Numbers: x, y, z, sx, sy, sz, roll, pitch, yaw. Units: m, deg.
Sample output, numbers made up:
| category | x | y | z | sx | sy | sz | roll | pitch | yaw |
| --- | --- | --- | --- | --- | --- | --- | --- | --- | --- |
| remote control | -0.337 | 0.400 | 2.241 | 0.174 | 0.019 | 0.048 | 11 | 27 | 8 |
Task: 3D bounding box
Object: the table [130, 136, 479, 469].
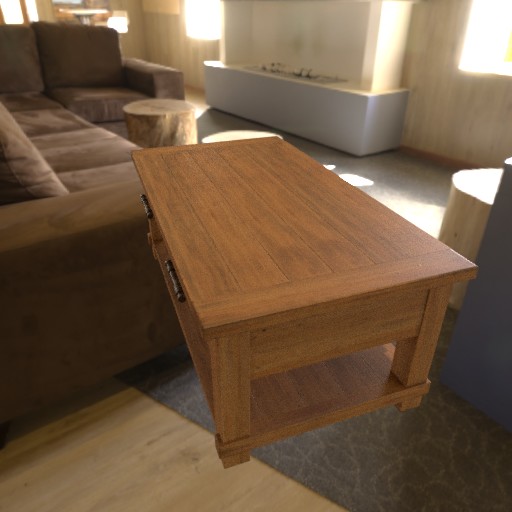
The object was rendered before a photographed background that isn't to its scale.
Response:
| category | x | y | z | sx | sy | sz | roll | pitch | yaw |
| --- | --- | --- | --- | --- | --- | --- | --- | --- | --- |
| table | 0.000 | 0.000 | 1.598 | 0.693 | 0.494 | 1.270 | -10 | 31 | -17 |
